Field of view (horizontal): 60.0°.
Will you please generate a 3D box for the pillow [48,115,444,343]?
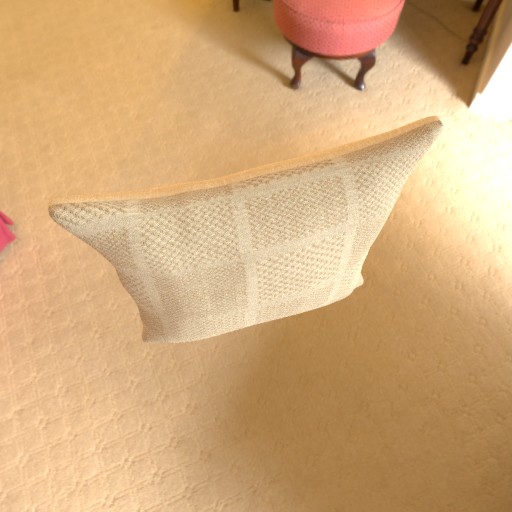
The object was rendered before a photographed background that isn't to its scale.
[{"bbox_3d":[0.000,0.000,0.657,0.436,0.432,0.138,-14,63,-7],"label":"pillow"}]
